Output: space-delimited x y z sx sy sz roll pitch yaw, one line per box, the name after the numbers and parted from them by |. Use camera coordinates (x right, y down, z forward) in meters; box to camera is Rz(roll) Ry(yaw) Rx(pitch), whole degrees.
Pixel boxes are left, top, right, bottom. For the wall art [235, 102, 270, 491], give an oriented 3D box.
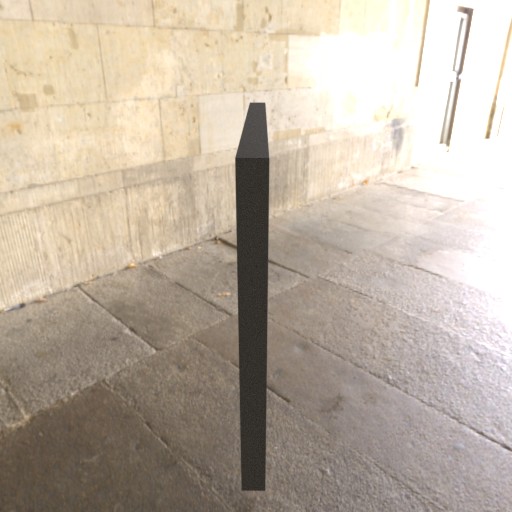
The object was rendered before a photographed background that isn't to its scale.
0.000 0.000 0.556 0.024 0.329 0.404 0 24 1 | wall art
